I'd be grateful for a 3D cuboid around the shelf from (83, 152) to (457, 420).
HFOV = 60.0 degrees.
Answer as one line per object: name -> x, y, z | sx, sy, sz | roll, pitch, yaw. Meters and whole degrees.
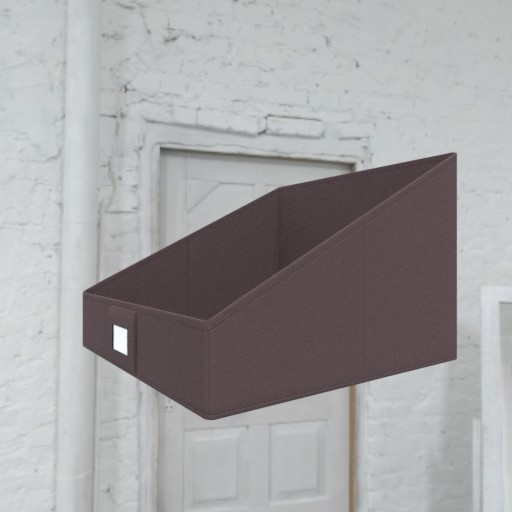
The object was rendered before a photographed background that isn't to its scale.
shelf -> 0.000, 0.000, 0.476 | 0.292, 0.210, 0.292 | 0, 0, -36
